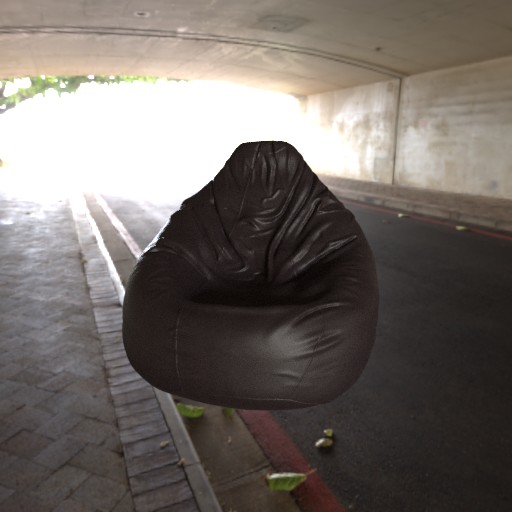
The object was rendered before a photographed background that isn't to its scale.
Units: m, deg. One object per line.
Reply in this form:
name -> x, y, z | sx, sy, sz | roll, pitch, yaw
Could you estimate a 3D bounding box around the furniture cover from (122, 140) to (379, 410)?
furniture cover -> 0.000, 0.000, 1.951 | 1.070, 0.990, 1.070 | 2, 15, 9
